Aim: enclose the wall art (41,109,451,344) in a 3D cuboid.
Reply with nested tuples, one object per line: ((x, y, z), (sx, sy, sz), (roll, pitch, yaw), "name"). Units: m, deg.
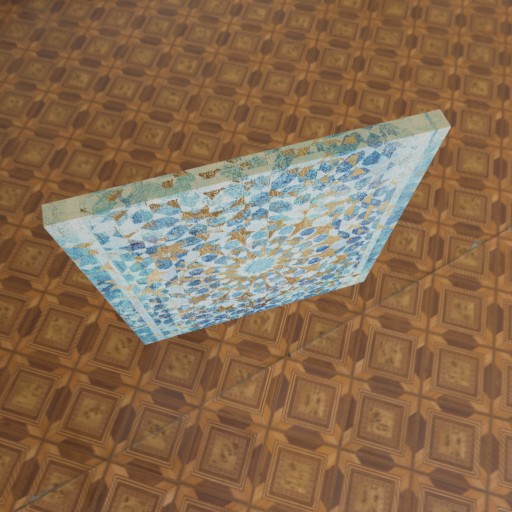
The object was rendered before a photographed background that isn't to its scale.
((0.000, 0.000, 0.916), (0.609, 0.609, 0.040), (-15, 65, -7), "wall art")
